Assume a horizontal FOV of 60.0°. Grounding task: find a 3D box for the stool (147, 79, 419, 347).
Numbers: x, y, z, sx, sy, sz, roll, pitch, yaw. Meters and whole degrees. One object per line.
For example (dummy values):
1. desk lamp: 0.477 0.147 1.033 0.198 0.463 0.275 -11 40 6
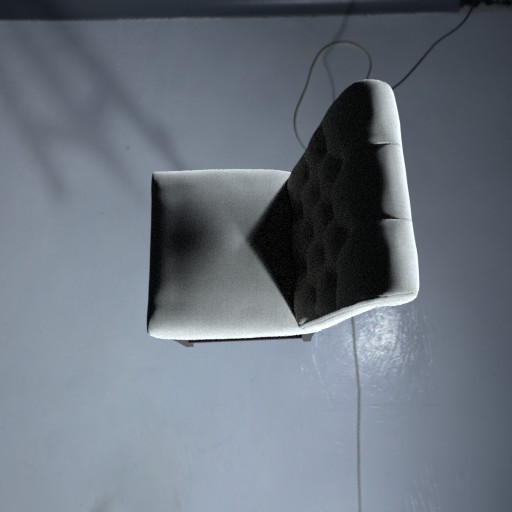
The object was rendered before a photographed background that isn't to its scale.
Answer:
1. stool: 0.000 0.000 1.336 0.601 1.040 0.493 -2 75 0
